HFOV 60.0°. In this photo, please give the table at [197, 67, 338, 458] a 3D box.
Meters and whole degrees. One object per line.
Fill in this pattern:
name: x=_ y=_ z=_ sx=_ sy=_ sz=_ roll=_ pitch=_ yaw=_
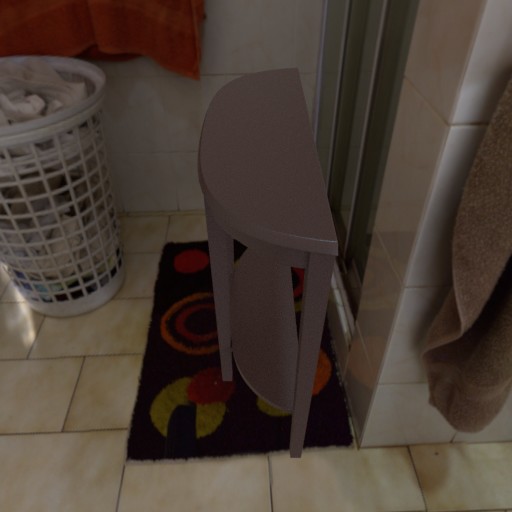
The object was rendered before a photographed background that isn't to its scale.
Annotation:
table: x=0.000 y=0.000 z=1.359 sx=0.274 sy=0.831 sz=0.909 roll=0 pitch=41 yaw=0
